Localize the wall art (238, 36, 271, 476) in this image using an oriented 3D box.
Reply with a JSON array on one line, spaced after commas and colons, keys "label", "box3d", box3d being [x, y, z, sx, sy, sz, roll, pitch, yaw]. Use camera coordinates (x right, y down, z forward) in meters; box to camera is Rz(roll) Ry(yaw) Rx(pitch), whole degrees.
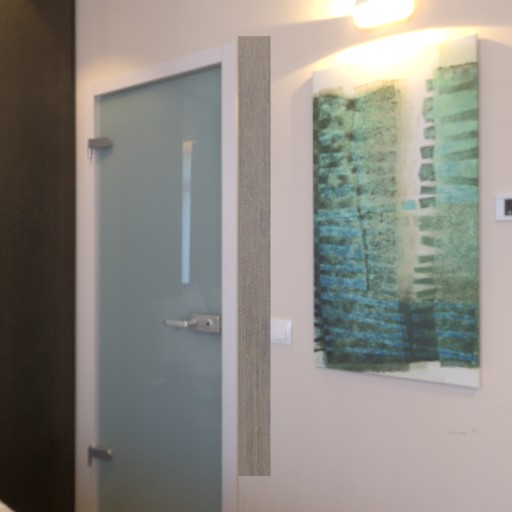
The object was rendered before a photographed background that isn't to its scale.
[{"label": "wall art", "box3d": [0.000, 0.000, 0.764, 0.037, 0.507, 0.507, 0, 0, 0]}]
